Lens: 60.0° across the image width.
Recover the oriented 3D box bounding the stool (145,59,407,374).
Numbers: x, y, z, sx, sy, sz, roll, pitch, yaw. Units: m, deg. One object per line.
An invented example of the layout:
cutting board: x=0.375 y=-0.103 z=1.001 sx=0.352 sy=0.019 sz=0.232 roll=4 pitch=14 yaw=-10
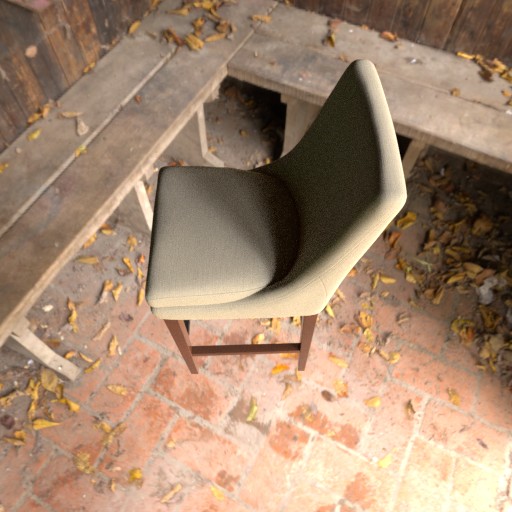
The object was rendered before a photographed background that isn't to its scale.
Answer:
stool: x=0.000 y=0.000 z=1.361 sx=0.577 sy=1.078 sz=0.470 roll=-1 pitch=60 yaw=-1
